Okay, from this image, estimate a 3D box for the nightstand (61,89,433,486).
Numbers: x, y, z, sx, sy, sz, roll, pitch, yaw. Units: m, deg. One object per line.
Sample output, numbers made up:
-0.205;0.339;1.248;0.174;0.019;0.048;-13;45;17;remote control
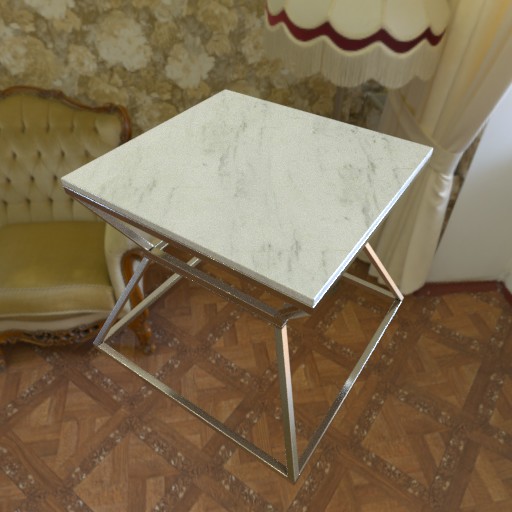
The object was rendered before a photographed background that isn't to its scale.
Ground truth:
0.000;0.000;0.886;0.513;0.426;0.514;25;48;25;nightstand
